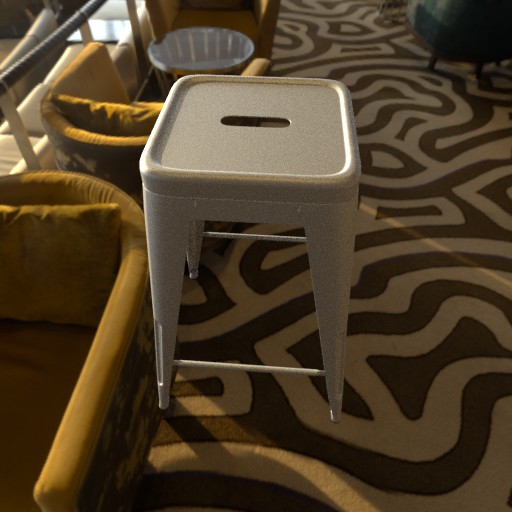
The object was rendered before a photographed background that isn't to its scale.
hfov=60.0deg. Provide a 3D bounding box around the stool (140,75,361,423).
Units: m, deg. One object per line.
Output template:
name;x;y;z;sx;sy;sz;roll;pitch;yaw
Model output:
stool;0.000;0.000;0.898;0.406;0.610;0.406;3;47;3
